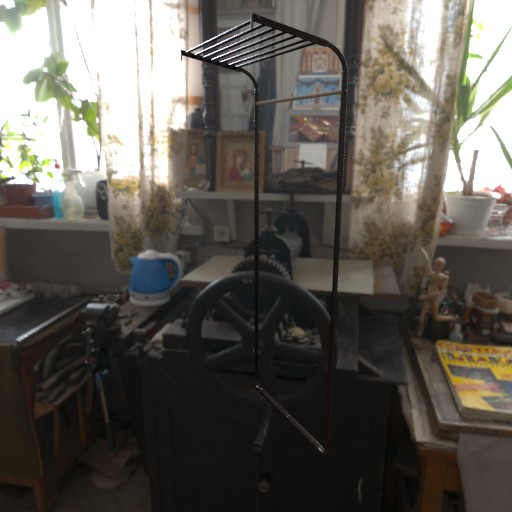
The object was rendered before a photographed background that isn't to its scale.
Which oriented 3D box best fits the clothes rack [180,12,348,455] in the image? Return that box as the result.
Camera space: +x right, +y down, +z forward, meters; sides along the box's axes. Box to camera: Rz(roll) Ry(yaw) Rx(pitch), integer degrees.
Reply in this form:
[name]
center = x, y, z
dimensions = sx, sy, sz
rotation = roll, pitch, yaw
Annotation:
[clothes rack]
center = 0.000, 0.000, 1.760
dimensions = 0.349, 1.574, 0.609
rotation = -8, 17, -27
